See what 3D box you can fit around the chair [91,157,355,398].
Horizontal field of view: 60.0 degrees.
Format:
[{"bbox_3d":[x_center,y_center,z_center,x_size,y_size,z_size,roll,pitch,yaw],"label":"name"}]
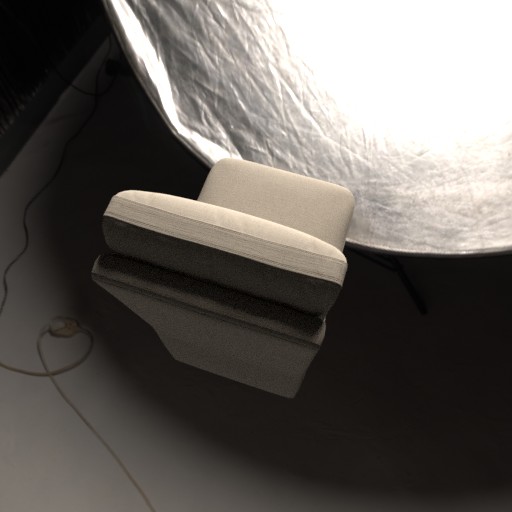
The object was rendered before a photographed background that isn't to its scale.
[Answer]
[{"bbox_3d":[0.000,0.000,1.340,0.503,0.927,0.698,16,63,9],"label":"chair"}]
